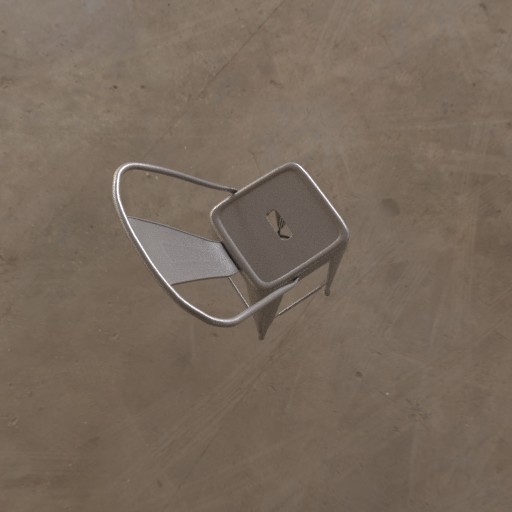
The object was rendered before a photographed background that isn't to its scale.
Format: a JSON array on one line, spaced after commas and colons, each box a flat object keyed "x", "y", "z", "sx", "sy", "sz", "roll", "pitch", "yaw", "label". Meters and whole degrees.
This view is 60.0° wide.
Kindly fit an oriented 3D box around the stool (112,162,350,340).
[{"x": 0.000, "y": 0.000, "z": 1.354, "sx": 0.513, "sy": 1.096, "sz": 0.399, "roll": -32, "pitch": 77, "yaw": -8, "label": "stool"}]
